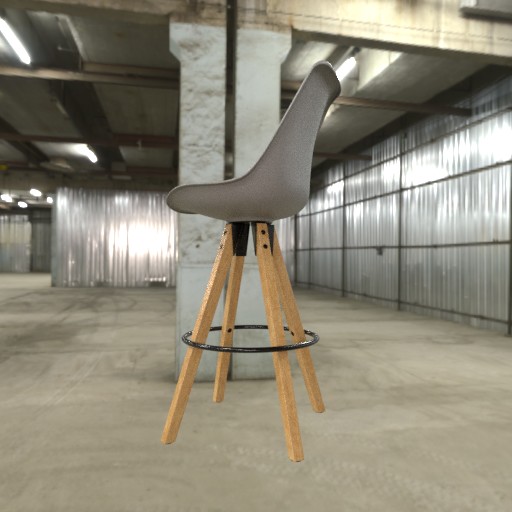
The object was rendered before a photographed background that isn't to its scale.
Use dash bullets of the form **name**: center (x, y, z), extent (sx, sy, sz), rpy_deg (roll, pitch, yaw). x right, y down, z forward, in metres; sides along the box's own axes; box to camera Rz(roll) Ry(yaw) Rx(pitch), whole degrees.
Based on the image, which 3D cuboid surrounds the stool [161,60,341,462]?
- **stool**: center (0.000, 0.000, 1.455), extent (0.550, 1.115, 0.485), rpy_deg (0, -1, 17)
